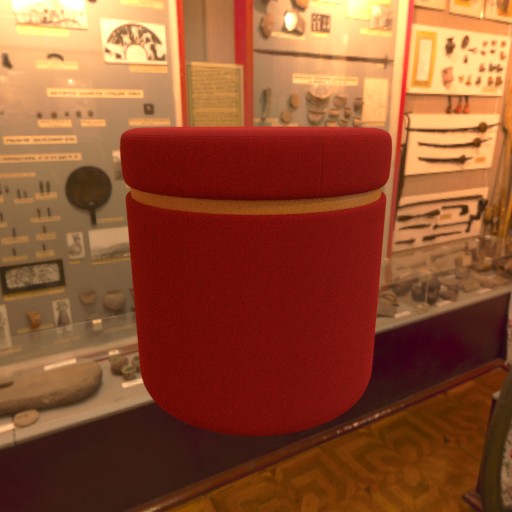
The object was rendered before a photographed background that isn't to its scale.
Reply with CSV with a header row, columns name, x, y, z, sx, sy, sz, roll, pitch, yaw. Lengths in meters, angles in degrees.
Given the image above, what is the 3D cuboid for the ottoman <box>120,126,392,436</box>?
name,x,y,z,sx,sy,sz,roll,pitch,yaw
ottoman,0.000,0.000,0.729,0.400,0.406,0.400,0,17,0
